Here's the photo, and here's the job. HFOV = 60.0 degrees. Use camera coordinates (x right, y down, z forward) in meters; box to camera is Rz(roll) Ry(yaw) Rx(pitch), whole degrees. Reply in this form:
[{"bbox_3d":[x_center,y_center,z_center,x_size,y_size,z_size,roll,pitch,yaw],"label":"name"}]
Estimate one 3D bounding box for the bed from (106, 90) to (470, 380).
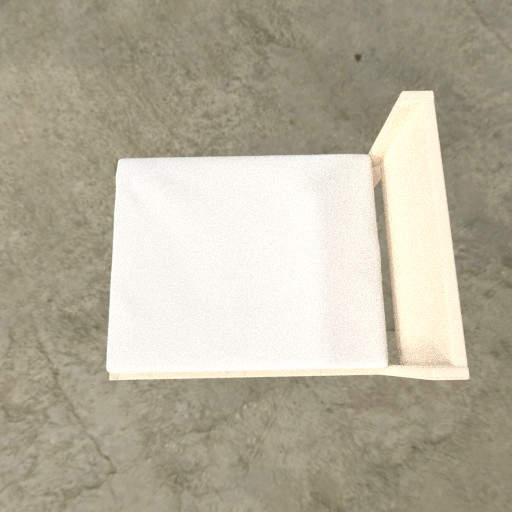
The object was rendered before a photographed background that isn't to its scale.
[{"bbox_3d":[0.000,0.000,3.297,2.280,1.471,1.765,-1,77,0],"label":"bed"}]
